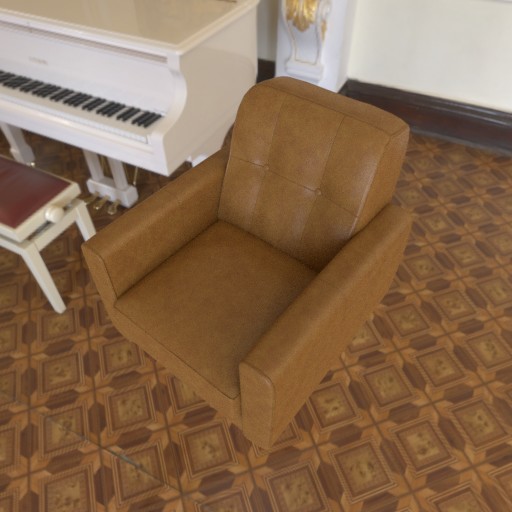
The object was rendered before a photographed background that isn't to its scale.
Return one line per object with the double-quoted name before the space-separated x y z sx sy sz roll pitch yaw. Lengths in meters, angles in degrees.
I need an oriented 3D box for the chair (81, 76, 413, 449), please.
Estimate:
"chair" 0.000 0.000 1.668 0.845 0.968 0.942 31 54 25
